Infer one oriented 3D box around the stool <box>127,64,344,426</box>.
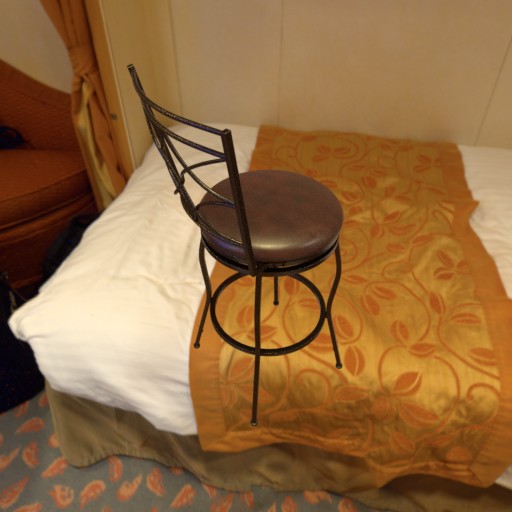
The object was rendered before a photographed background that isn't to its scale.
[{"bbox_3d":[0.000,0.000,1.378,0.534,1.117,0.434,-25,47,-26],"label":"stool"}]
